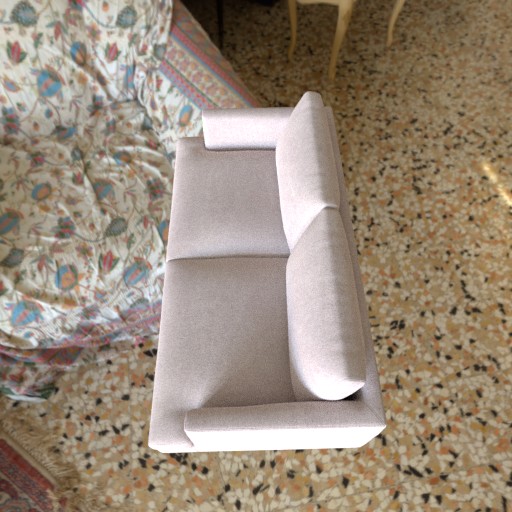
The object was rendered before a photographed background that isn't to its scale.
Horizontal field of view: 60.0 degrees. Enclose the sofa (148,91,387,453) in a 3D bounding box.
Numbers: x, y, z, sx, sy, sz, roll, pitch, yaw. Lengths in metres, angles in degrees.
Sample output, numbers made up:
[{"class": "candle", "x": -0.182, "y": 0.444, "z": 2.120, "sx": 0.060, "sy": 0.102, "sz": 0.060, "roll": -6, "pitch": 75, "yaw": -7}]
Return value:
[{"class": "sofa", "x": 0.000, "y": 0.000, "z": 2.467, "sx": 1.020, "sy": 0.868, "sz": 1.948, "roll": -1, "pitch": 58, "yaw": -1}]
